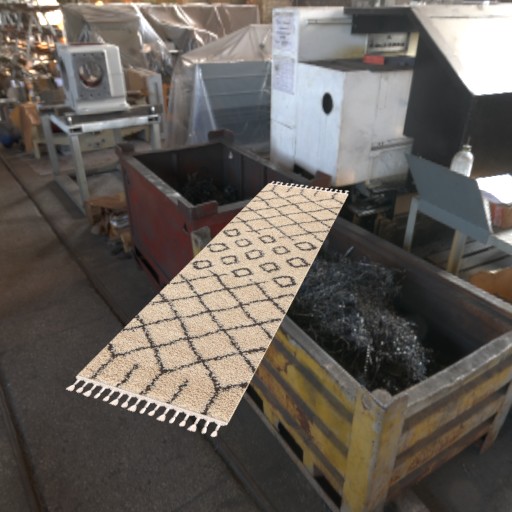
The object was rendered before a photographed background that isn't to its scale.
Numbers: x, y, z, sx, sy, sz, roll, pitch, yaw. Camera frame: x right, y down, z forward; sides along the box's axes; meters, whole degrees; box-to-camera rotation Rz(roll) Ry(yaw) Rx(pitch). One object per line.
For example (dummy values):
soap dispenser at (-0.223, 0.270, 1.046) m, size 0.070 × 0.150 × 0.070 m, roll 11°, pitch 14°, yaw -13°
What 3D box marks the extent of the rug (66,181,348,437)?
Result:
rug at (0.000, 0.000, 2.613) m, size 0.660 × 0.005 × 2.464 m, roll 11°, pitch 31°, yaw 18°
